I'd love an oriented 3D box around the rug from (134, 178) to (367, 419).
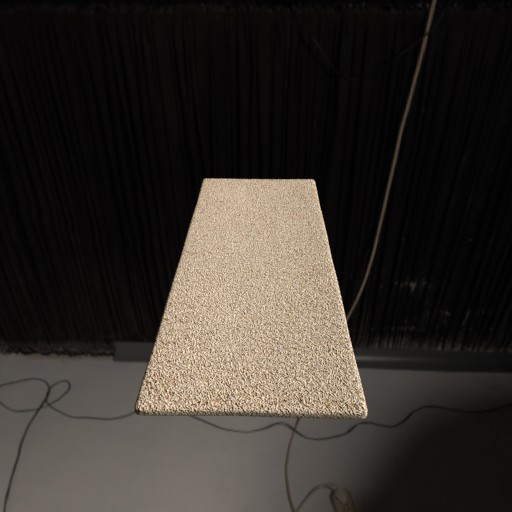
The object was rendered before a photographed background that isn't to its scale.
[{"bbox_3d":[0.000,0.000,1.788,0.609,0.030,1.524,1,33,1],"label":"rug"}]
